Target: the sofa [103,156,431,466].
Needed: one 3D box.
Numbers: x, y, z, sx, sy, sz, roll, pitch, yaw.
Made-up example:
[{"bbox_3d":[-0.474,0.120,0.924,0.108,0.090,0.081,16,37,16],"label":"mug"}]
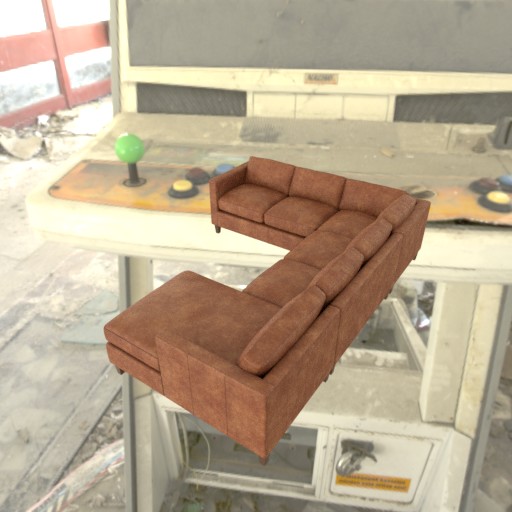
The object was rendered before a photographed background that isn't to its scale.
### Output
[{"bbox_3d":[0.000,0.000,4.504,2.452,0.888,3.324,20,37,29],"label":"sofa"}]
